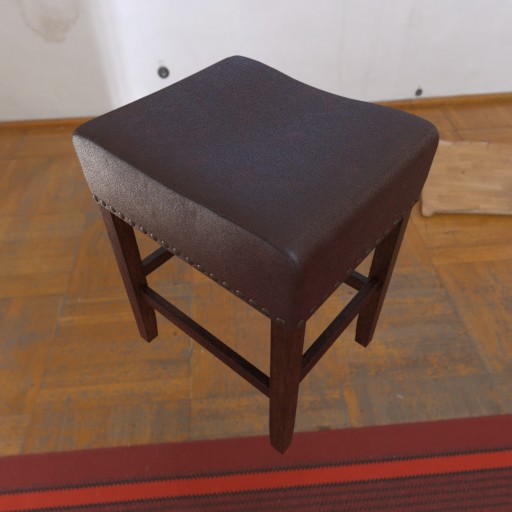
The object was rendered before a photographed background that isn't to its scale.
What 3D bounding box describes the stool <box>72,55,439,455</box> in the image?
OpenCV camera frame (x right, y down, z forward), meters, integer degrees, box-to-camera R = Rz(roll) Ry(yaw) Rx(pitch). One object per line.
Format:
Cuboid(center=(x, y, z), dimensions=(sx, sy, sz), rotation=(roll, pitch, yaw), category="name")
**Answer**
Cuboid(center=(0.000, 0.000, 0.918), dimensions=(0.465, 0.608, 0.397), rotation=(31, 53, 27), category="stool")
